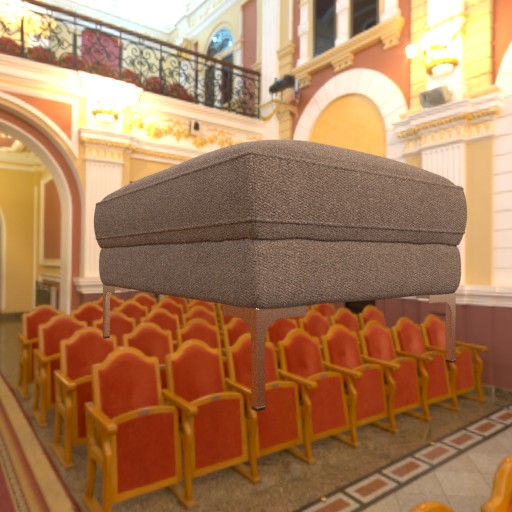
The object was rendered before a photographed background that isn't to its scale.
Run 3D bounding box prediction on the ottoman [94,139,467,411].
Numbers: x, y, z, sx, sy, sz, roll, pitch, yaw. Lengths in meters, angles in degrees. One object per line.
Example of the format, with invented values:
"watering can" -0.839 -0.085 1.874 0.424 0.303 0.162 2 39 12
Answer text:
"ottoman" 0.000 0.000 1.115 0.583 0.464 0.785 0 0 -36
